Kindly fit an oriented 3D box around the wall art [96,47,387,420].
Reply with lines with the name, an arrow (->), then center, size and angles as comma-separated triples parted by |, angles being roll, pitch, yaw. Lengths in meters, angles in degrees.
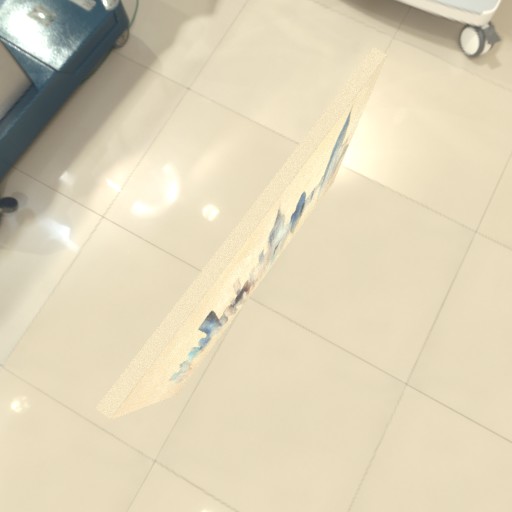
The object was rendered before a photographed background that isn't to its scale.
wall art -> 0.000, 0.000, 1.332 | 0.038, 0.762, 1.016 | 35, 79, 8
